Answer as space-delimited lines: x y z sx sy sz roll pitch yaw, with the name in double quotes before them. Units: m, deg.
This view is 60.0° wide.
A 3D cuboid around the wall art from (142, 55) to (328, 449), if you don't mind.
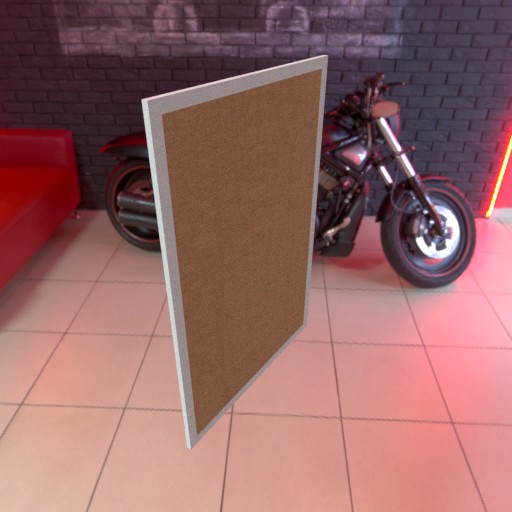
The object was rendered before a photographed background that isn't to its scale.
"wall art" 0.000 0.000 1.245 0.015 0.965 0.660 21 37 30
